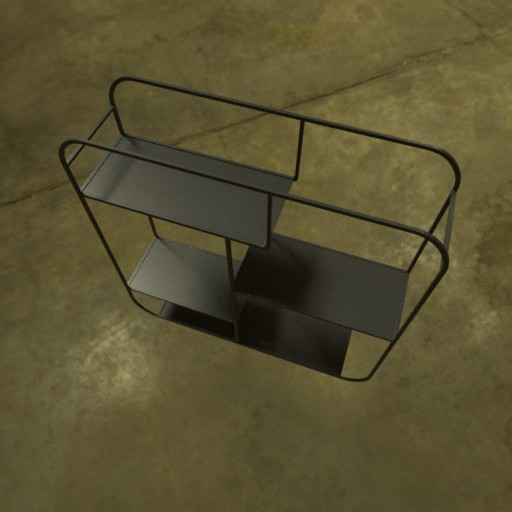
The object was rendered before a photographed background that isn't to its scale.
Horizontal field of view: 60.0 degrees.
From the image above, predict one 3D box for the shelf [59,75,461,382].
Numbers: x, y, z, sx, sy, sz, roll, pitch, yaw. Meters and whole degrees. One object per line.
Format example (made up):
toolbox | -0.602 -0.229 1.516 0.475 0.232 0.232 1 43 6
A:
shelf | 0.000 0.000 0.887 0.600 0.600 0.160 17 59 10
